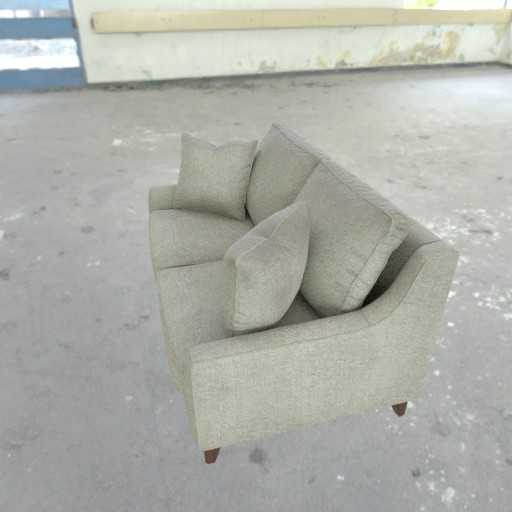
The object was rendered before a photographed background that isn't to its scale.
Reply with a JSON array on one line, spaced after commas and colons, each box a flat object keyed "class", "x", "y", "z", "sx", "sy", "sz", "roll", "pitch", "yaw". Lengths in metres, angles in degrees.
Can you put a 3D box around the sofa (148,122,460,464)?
[{"class": "sofa", "x": 0.000, "y": 0.000, "z": 2.002, "sx": 0.915, "sy": 0.863, "sz": 1.422, "roll": -9, "pitch": 32, "yaw": -14}]
